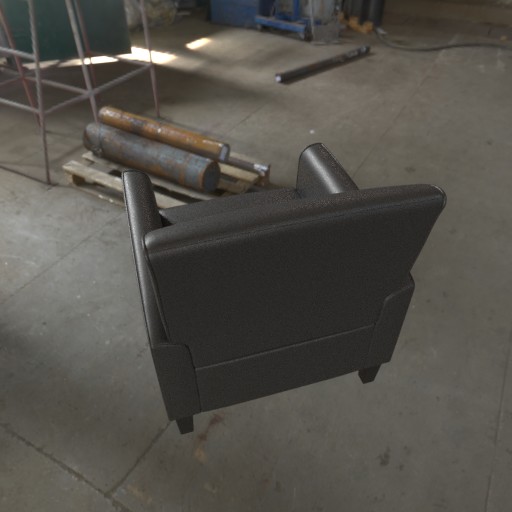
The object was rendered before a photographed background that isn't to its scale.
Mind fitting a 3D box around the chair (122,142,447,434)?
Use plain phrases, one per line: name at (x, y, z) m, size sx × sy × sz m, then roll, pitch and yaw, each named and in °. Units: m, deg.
chair at (0.000, 0.000, 1.573) m, size 0.820 × 0.916 × 0.819 m, roll -11°, pitch 42°, yaw -13°
